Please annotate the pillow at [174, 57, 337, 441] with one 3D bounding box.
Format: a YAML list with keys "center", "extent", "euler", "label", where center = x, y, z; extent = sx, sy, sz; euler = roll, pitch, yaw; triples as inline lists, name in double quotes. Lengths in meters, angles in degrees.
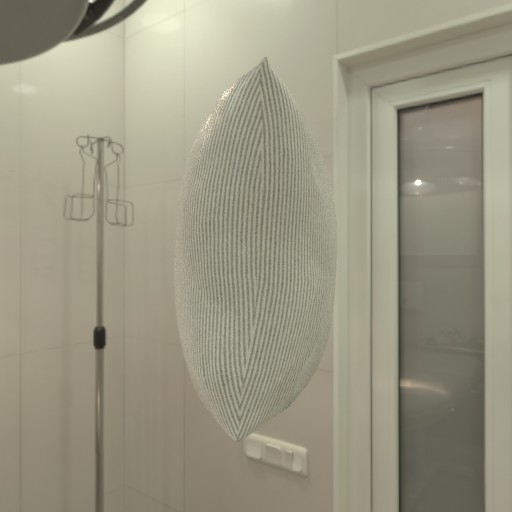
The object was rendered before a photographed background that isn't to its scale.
- center: [0.000, 0.000, 0.694]
  extent: [0.310, 0.432, 0.387]
  euler: [0, 0, 37]
  label: "pillow"
